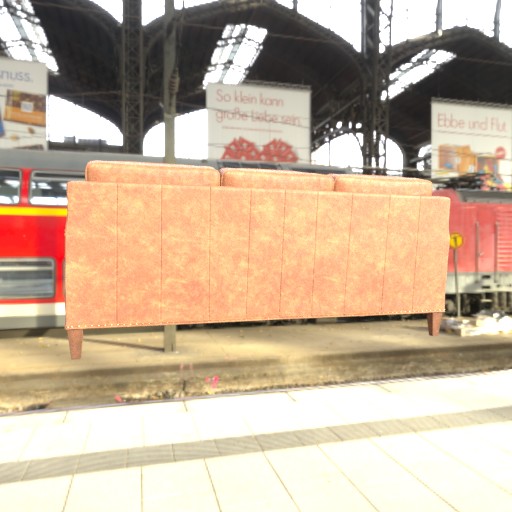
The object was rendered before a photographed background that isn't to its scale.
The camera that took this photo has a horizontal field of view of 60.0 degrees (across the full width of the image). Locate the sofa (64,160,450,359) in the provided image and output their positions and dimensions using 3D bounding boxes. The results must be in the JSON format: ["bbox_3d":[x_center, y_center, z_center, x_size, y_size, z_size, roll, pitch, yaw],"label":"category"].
[{"bbox_3d":[0.000,0.000,2.885,2.246,1.003,1.084,0,1,-17],"label":"sofa"}]
